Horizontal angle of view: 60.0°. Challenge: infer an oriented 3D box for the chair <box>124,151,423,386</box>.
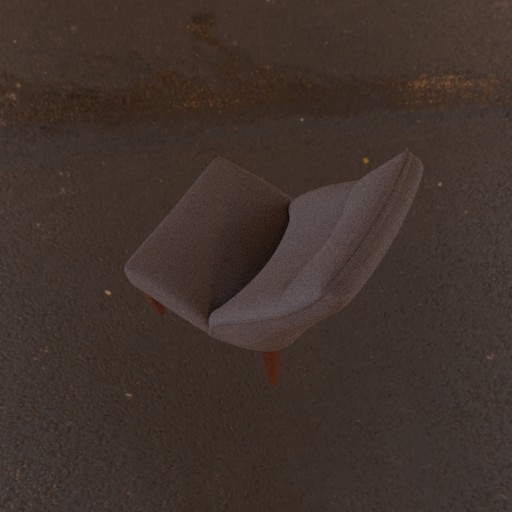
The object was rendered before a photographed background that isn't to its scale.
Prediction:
[{"bbox_3d":[0.000,0.000,1.293,0.620,0.930,0.500,30,68,13],"label":"chair"}]
